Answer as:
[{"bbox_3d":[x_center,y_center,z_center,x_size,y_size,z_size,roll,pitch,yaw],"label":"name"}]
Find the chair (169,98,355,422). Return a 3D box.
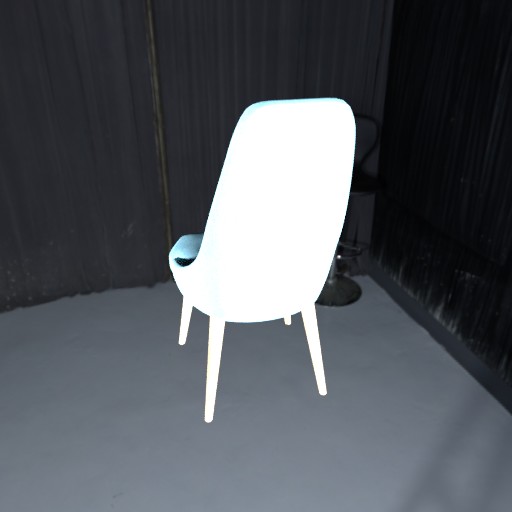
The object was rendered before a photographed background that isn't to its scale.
[{"bbox_3d":[0.000,0.000,1.411,0.510,1.040,0.660,-8,29,-15],"label":"chair"}]
